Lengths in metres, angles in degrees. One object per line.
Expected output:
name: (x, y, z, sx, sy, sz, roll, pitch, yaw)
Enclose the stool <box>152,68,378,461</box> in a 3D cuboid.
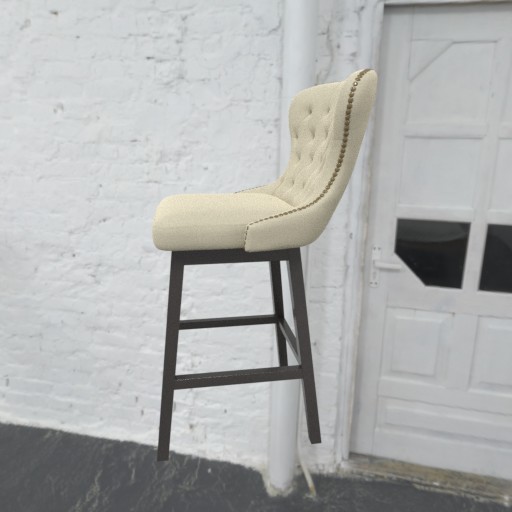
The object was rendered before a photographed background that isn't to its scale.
stool: (0.000, 0.000, 1.275, 0.593, 0.971, 0.528, -2, 16, -9)
